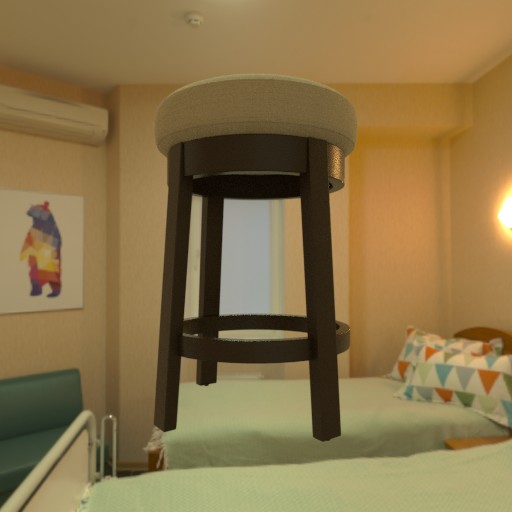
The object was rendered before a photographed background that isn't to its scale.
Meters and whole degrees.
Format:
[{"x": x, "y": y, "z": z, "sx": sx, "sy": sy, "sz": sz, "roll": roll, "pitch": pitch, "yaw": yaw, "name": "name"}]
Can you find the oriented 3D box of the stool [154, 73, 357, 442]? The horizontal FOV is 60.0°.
[{"x": 0.000, "y": 0.000, "z": 0.959, "sx": 0.449, "sy": 0.655, "sz": 0.449, "roll": 0, "pitch": -1, "yaw": 0, "name": "stool"}]
